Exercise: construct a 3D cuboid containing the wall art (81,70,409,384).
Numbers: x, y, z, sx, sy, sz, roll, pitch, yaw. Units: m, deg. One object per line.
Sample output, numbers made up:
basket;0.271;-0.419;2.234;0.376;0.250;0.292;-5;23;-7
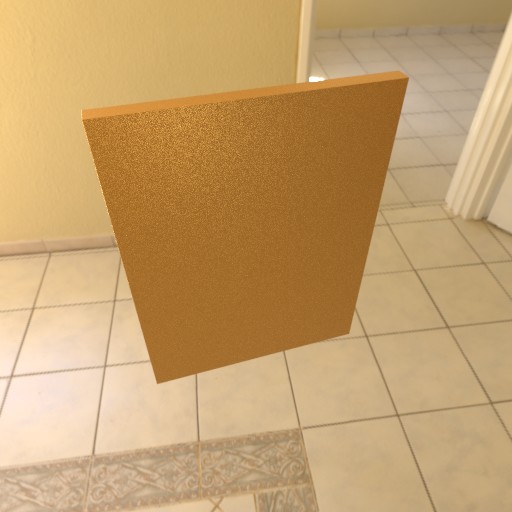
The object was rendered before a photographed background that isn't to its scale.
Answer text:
wall art;0.000;0.000;1.082;0.610;0.812;0.038;-12;44;-12
